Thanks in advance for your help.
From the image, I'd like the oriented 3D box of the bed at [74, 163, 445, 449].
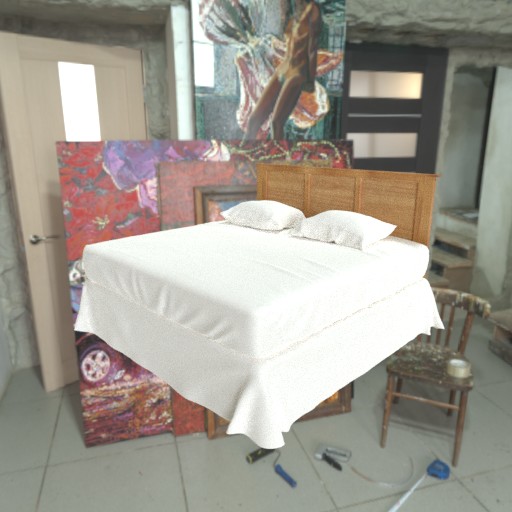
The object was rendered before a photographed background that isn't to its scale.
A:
[{"bbox_3d":[0.000,0.000,3.552,2.317,1.270,2.215,15,21,43],"label":"bed"}]
